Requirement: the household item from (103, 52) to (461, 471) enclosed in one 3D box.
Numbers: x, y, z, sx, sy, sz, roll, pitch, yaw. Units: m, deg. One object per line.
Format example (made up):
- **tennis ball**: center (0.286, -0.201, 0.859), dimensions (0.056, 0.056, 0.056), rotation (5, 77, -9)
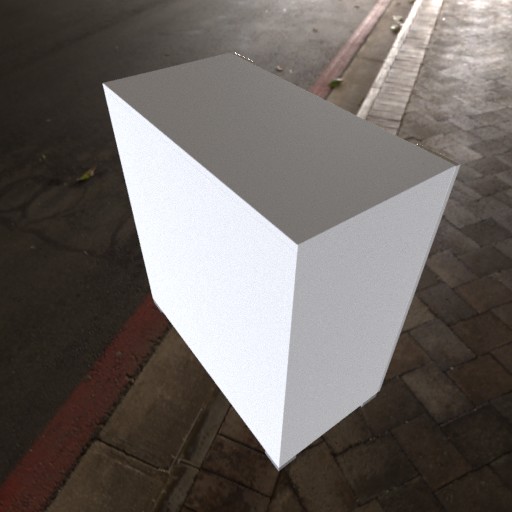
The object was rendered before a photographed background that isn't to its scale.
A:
- **household item**: center (0.000, 0.000, 1.316), dimensions (0.420, 0.870, 0.800), rotation (-26, 49, -26)
